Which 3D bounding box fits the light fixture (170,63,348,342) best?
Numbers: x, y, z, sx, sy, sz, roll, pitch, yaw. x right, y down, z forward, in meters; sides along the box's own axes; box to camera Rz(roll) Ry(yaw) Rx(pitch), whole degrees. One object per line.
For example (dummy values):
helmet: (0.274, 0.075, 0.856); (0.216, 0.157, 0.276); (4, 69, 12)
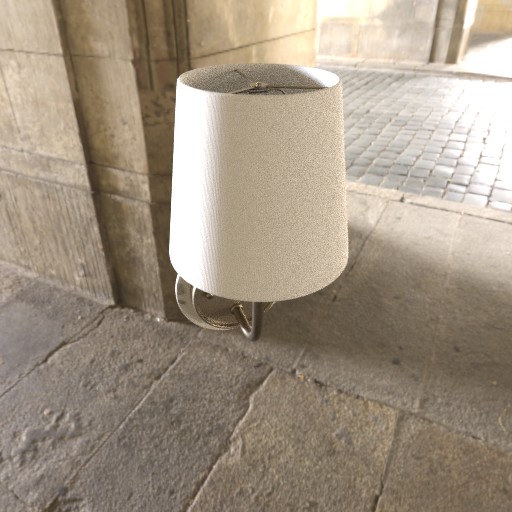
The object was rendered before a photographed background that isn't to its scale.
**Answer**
light fixture: (0.000, 0.000, 0.439); (0.168, 0.337, 0.188); (-11, 34, -16)
